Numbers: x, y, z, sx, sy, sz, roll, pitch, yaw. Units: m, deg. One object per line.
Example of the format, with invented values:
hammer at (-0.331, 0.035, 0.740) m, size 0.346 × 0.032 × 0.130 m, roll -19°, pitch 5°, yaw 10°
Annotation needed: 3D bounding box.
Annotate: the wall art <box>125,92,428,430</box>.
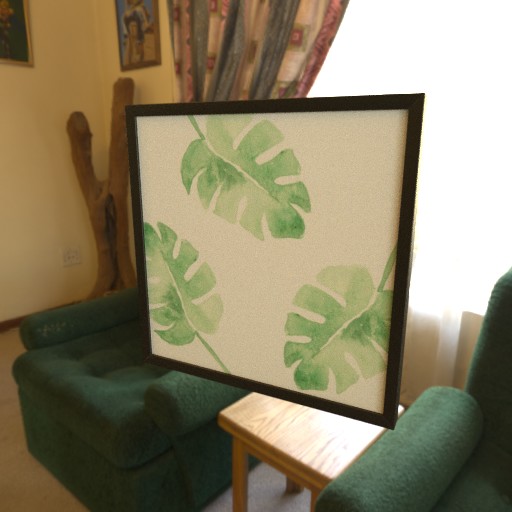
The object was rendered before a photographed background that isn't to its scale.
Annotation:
wall art at (0.000, 0.000, 0.764) m, size 0.508 × 0.508 × 0.036 m, roll 7°, pitch 16°, yaw 25°
